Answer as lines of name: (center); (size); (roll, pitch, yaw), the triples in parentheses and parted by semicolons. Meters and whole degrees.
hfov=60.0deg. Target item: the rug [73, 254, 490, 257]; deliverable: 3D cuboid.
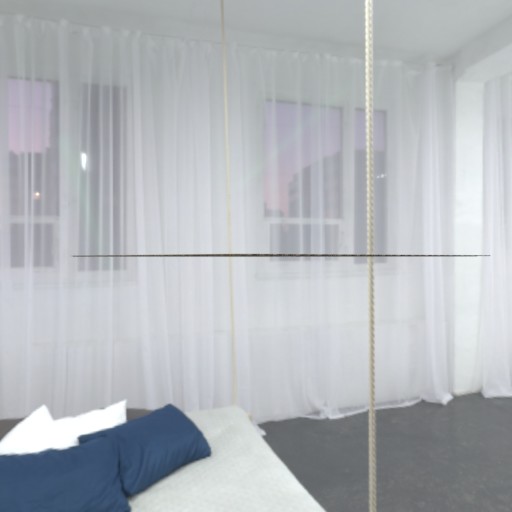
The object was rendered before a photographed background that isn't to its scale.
rug: (0.000, 0.000, 4.043); (2.437, 0.010, 3.056); (0, 0, -38)
